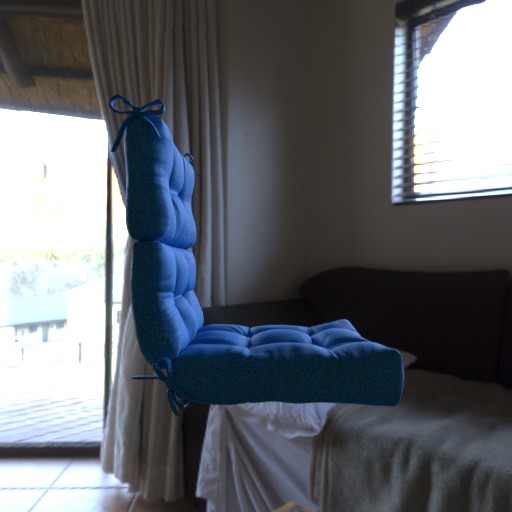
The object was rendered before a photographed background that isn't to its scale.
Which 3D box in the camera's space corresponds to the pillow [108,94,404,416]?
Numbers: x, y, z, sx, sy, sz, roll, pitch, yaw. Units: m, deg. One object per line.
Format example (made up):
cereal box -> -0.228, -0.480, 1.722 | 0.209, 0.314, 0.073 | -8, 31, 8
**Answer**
pillow -> 0.000, 0.000, 1.066 | 0.571, 0.605, 0.519 | 0, -1, 0
